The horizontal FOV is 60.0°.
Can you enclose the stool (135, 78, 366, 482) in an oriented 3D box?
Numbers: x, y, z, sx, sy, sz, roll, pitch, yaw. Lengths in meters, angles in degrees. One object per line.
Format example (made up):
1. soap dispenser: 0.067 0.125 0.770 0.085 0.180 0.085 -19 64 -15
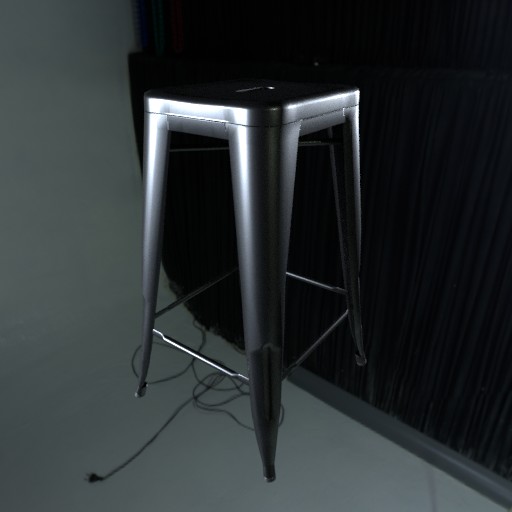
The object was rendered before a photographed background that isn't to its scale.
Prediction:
1. stool: 0.000 0.000 0.854 0.359 0.609 0.399 18 32 32
